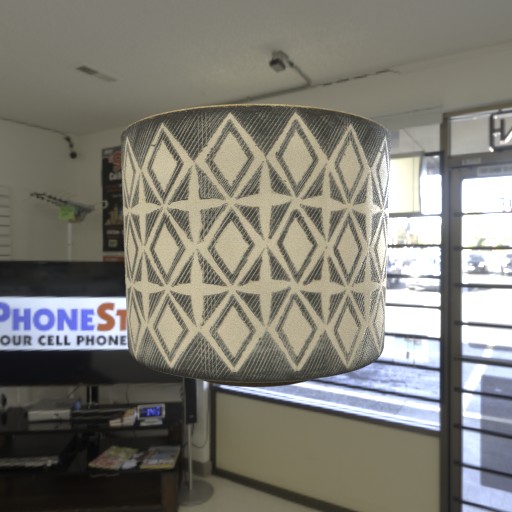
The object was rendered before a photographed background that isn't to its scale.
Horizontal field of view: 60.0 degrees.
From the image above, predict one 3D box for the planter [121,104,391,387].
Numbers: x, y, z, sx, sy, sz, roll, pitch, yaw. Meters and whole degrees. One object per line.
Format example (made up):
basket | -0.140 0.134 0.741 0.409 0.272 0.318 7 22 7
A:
planter | 0.000 0.000 0.331 0.192 0.165 0.192 0 1 0
